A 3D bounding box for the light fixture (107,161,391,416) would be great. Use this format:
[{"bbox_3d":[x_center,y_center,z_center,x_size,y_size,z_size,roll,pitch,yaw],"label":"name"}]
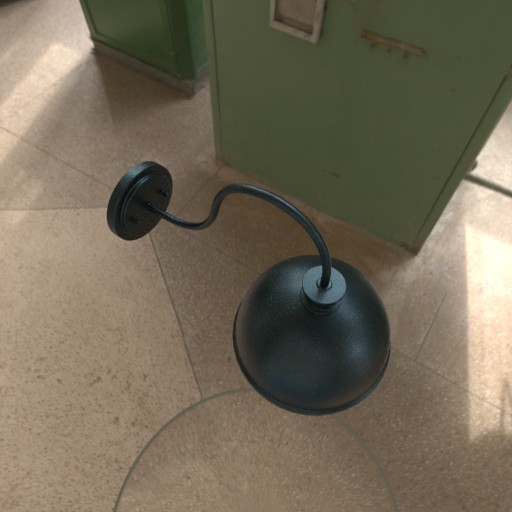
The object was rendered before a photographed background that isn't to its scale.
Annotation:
[{"bbox_3d":[0.000,0.000,0.629,0.467,0.295,0.253,30,62,17],"label":"light fixture"}]
